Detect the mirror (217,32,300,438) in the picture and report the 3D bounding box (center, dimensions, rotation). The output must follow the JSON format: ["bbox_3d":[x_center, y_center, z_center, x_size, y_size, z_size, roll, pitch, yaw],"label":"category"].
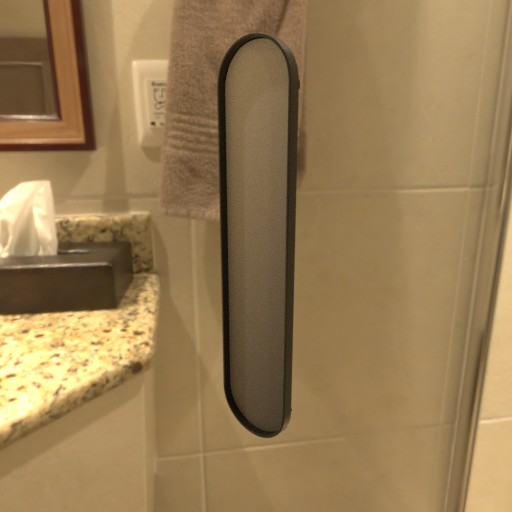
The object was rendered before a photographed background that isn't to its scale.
[{"bbox_3d":[0.000,0.000,1.085,0.222,0.991,0.032,14,20,41],"label":"mirror"}]
